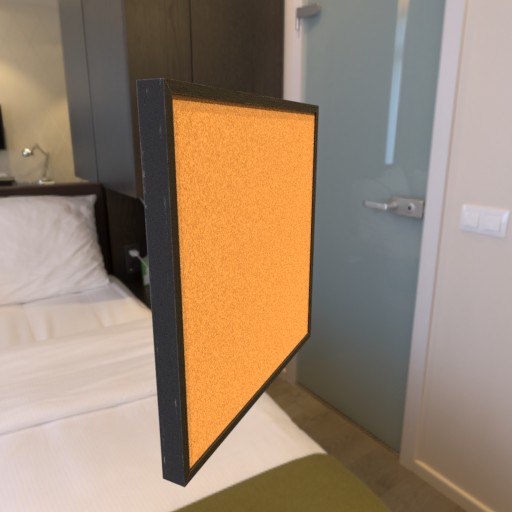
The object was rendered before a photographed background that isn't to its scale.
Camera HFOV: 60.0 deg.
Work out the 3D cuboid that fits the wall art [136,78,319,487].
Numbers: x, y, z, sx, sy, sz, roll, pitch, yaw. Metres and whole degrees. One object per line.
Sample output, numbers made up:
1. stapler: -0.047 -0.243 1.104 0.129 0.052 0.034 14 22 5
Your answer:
1. wall art: 0.000 0.000 0.746 0.036 0.506 0.506 7 17 25
